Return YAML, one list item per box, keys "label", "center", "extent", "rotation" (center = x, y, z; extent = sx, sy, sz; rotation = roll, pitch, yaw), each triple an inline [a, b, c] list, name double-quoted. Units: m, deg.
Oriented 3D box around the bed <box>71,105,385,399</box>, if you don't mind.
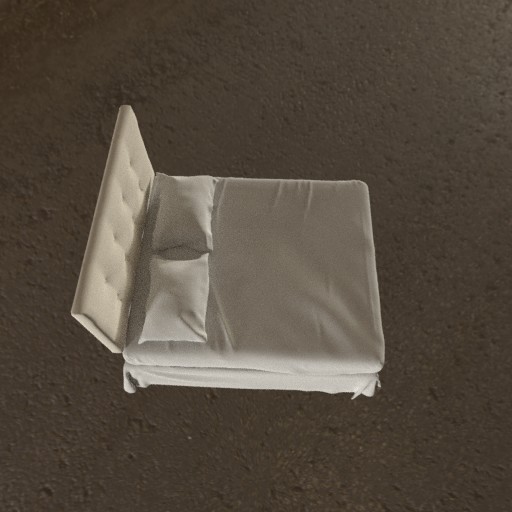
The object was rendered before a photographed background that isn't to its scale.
- label: "bed"
  center: [0.000, 0.000, 3.551]
  extent: [2.222, 1.577, 1.936]
  rotation: [2, 63, 1]
